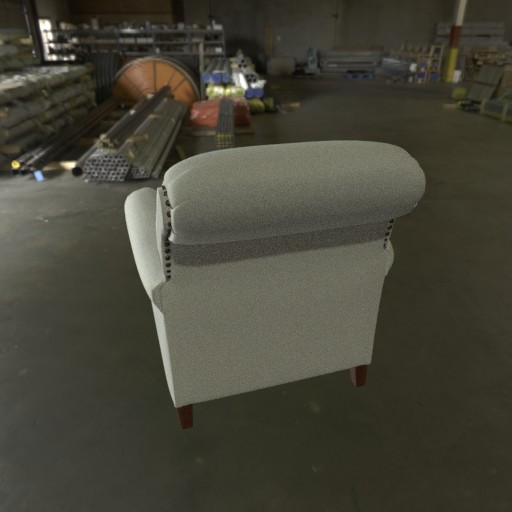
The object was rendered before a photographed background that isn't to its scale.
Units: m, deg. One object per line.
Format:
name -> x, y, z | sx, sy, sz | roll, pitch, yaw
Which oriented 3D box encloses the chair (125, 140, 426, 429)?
chair -> 0.000, 0.000, 1.590 | 0.854, 0.927, 0.890 | -8, 28, -16
